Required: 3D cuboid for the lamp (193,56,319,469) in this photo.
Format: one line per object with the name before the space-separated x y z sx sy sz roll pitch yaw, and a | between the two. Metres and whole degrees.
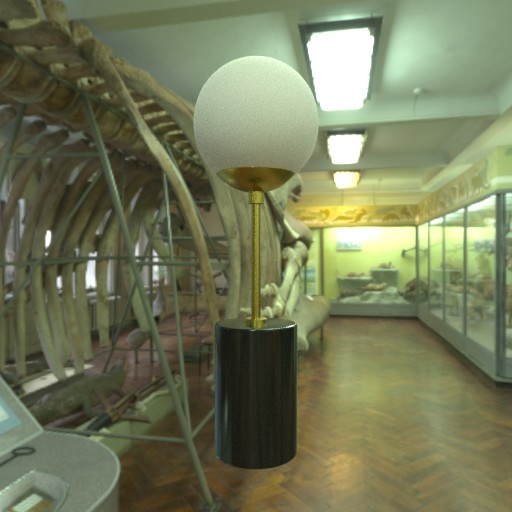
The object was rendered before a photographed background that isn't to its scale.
lamp | 0.000 0.000 0.548 0.153 0.480 0.153 0 0 0
